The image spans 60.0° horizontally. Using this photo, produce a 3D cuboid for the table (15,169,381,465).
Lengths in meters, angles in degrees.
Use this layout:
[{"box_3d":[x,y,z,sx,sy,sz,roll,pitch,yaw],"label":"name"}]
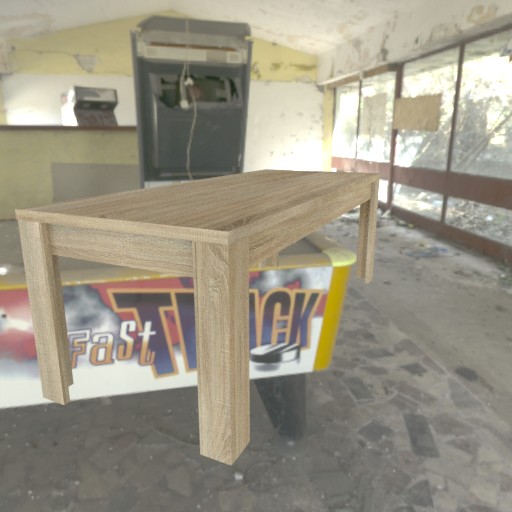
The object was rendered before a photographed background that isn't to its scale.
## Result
[{"box_3d":[0.000,0.000,2.498,0.900,0.790,2.200,7,17,25],"label":"table"}]
